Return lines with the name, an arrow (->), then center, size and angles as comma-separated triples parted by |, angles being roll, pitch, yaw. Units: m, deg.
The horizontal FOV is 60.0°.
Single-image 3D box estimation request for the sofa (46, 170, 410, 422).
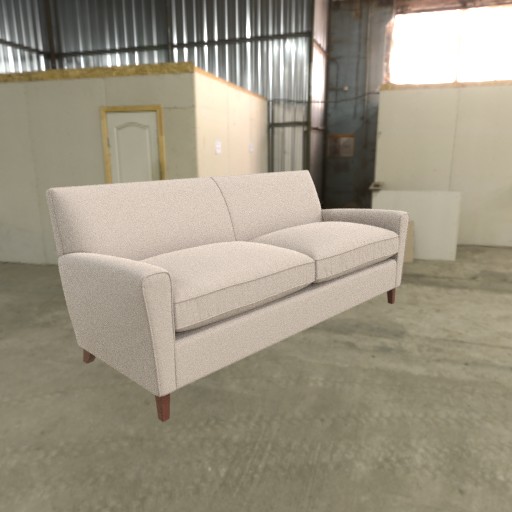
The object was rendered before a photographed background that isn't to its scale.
sofa -> 0.000, 0.000, 2.516 | 0.875, 0.846, 2.000 | 14, 20, 43
